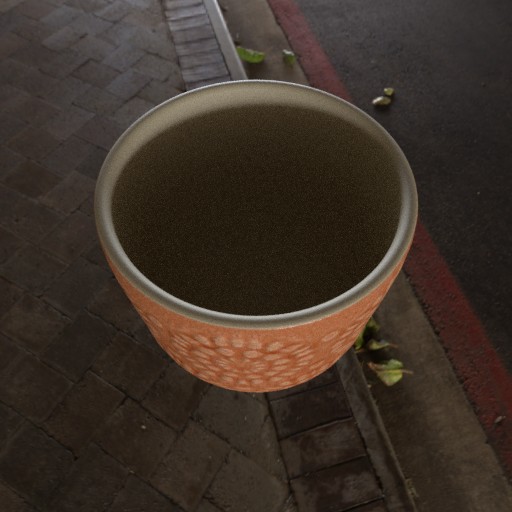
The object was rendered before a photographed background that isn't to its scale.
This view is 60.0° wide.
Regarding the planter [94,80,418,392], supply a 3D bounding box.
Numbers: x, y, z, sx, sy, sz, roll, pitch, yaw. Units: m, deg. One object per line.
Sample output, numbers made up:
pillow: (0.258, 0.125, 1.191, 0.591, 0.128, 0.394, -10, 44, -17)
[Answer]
planter: (0.000, 0.000, 0.215, 0.124, 0.109, 0.124, 0, 58, 0)
